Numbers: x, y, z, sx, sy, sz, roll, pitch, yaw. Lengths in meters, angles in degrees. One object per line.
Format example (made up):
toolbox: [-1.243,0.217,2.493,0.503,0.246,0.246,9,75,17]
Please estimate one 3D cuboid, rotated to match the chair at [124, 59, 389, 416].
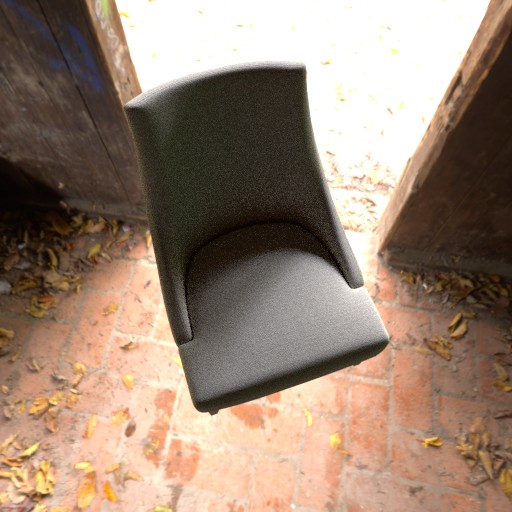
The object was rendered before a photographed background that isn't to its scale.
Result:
chair: [0.000,0.000,1.533,0.701,0.909,0.861,-17,65,-8]
